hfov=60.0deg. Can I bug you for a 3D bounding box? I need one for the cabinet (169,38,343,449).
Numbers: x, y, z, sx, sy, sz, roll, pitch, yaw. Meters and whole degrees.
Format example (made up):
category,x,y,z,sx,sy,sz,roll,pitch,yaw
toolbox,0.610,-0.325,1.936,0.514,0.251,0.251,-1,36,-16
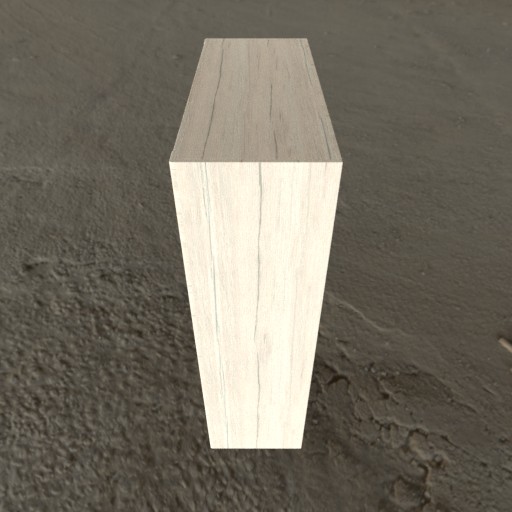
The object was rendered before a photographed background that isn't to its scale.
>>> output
category,x,y,z,sx,sy,sz,roll,pitch,yaw
cabinet,0.000,0.000,2.685,0.580,2.070,1.400,0,41,0
